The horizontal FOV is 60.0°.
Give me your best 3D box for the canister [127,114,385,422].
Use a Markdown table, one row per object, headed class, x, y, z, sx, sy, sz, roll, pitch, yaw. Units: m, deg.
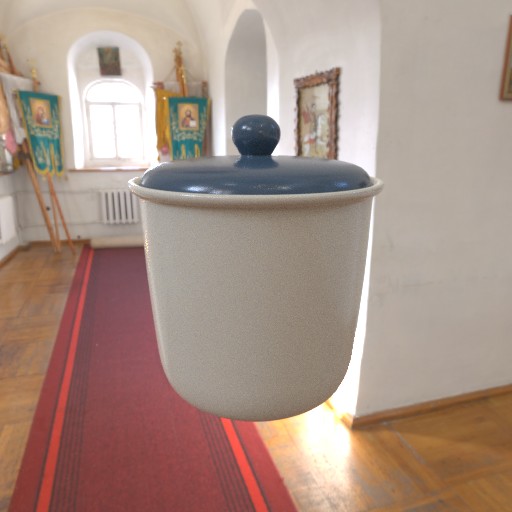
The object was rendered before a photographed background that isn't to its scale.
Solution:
| class | x | y | z | sx | sy | sz | roll | pitch | yaw |
| --- | --- | --- | --- | --- | --- | --- | --- | --- | --- |
| canister | 0.000 | 0.000 | 0.341 | 0.182 | 0.208 | 0.182 | 0 | 16 | 0 |
